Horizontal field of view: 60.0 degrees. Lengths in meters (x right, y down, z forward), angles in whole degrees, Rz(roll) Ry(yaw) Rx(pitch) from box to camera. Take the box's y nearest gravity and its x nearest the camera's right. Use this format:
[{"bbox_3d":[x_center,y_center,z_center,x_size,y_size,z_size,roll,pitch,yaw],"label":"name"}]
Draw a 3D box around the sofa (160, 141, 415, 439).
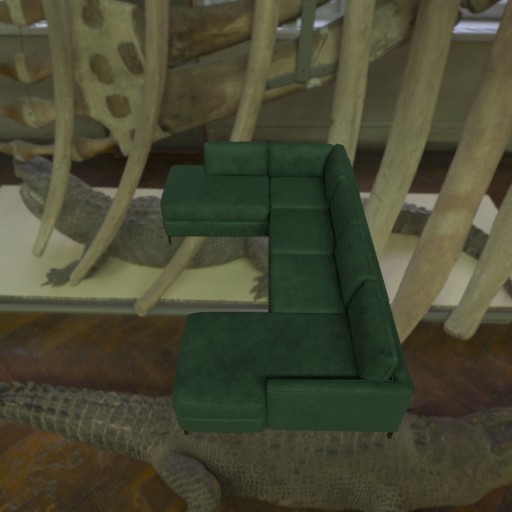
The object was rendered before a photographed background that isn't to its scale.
[{"bbox_3d":[0.000,0.000,3.907,1.992,0.861,2.994,1,41,1],"label":"sofa"}]
